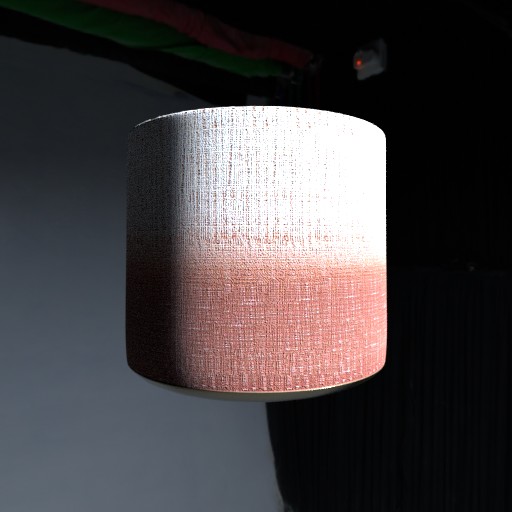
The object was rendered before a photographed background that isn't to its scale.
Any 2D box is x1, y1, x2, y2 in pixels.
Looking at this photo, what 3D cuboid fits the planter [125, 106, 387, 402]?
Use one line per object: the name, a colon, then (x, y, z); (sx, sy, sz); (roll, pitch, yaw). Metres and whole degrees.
planter: (0.000, 0.000, 0.313); (0.178, 0.157, 0.178); (0, 1, 0)
